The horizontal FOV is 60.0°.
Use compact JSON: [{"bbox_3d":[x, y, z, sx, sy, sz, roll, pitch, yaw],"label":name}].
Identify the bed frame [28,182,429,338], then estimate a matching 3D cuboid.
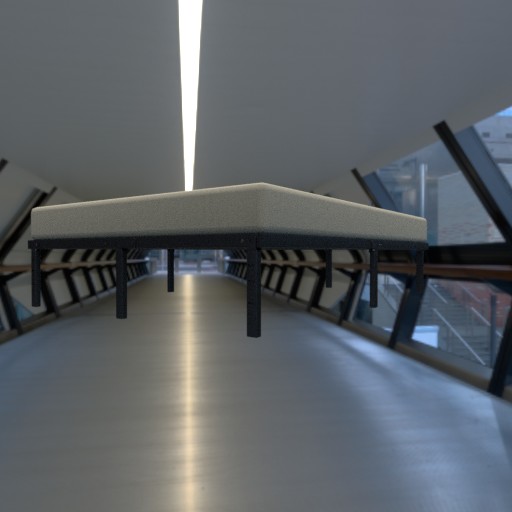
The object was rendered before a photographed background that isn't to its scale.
[{"bbox_3d":[0.000,0.000,3.536,1.990,0.680,2.635,0,1,36],"label":"bed frame"}]
